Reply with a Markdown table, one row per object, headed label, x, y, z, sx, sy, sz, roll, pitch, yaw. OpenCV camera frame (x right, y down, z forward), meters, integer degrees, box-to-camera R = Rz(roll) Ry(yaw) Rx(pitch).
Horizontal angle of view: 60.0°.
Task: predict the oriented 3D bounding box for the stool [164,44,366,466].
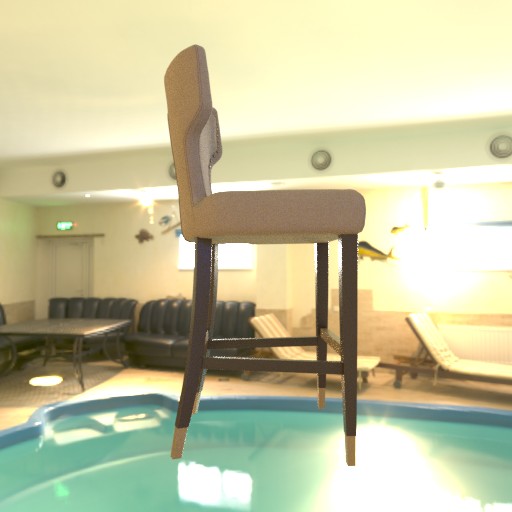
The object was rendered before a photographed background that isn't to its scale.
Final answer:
| label | x | y | z | sx | sy | sz | roll | pitch | yaw |
| --- | --- | --- | --- | --- | --- | --- | --- | --- | --- |
| stool | 0.000 | 0.000 | 1.384 | 0.563 | 1.092 | 0.526 | 0 | -1 | -1 |
